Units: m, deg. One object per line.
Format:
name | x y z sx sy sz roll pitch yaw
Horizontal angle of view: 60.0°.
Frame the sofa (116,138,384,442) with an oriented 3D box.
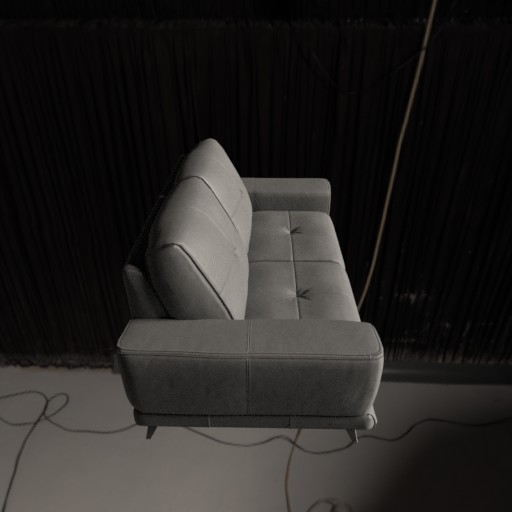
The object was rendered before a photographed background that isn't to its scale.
sofa | 0.000 0.000 2.406 1.018 0.907 1.806 1 31 1
